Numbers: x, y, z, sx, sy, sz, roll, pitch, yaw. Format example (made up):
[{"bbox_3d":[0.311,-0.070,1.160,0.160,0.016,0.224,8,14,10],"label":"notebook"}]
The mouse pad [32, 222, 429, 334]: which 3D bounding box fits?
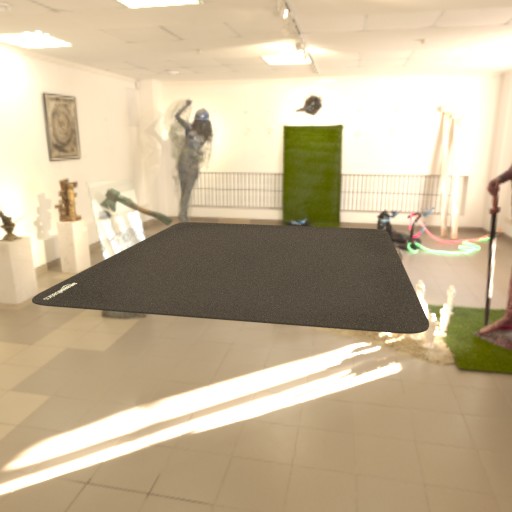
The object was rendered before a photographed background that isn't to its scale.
[{"bbox_3d":[0.000,0.000,0.621,0.393,0.002,0.451,3,15,11],"label":"mouse pad"}]
